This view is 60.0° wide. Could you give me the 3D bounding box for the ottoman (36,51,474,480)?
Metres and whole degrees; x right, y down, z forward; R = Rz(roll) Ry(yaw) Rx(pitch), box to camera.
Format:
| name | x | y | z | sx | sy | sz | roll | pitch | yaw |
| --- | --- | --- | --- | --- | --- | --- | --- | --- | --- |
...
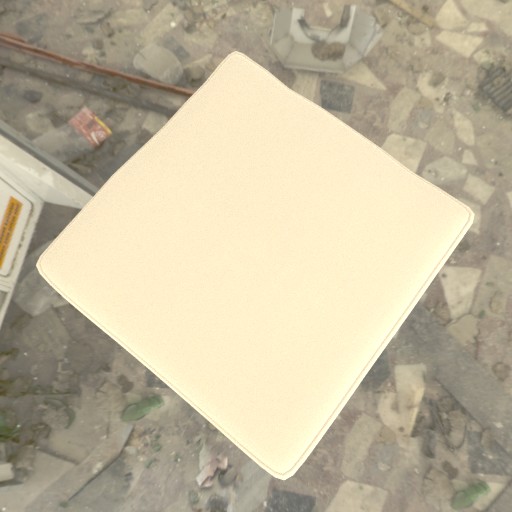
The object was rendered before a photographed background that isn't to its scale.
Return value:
| name | x | y | z | sx | sy | sz | roll | pitch | yaw |
| --- | --- | --- | --- | --- | --- | --- | --- | --- | --- |
| ottoman | 0.000 | 0.000 | 1.314 | 0.838 | 0.479 | 0.838 | 37 | 79 | 9 |
